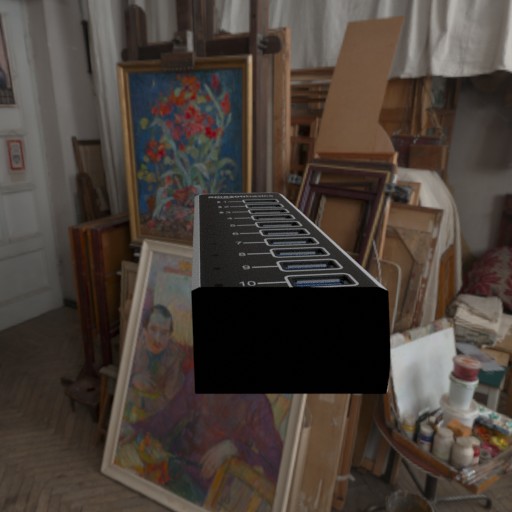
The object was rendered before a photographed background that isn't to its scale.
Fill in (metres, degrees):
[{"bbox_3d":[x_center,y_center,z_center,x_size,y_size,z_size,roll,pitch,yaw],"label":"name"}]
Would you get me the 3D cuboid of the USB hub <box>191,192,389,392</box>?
[{"bbox_3d":[0.000,0.000,0.161,0.044,0.023,0.145,-2,17,-7],"label":"USB hub"}]
